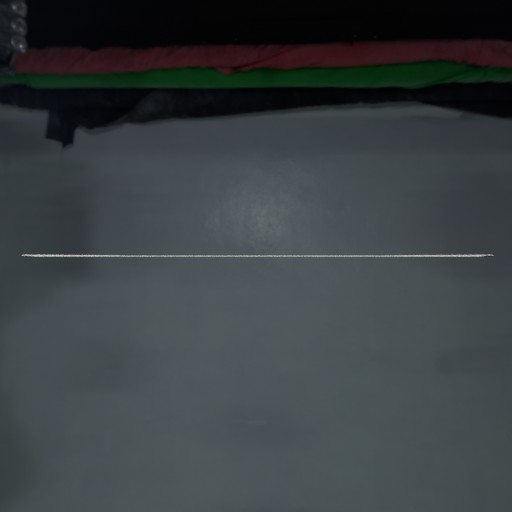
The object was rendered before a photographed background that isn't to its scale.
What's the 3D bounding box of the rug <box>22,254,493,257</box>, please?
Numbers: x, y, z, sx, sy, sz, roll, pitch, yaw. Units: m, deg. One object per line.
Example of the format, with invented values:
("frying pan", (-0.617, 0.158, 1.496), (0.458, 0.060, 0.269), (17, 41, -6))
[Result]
("rug", (0.000, 0.000, 3.818), (3.040, 0.017, 2.030), (0, 0, 0))
